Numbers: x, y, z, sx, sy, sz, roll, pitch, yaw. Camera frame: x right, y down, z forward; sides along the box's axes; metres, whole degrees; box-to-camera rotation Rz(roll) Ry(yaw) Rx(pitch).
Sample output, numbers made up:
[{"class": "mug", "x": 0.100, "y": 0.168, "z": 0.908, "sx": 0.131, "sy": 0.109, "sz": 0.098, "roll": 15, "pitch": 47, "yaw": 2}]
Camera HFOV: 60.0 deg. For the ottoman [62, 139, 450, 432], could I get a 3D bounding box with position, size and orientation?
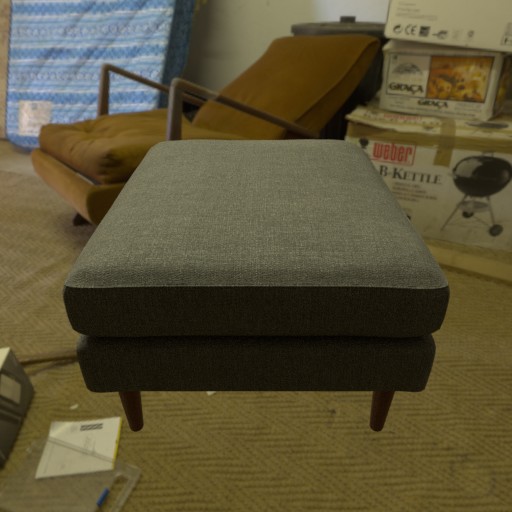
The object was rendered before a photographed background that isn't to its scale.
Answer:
[{"class": "ottoman", "x": 0.000, "y": 0.000, "z": 1.193, "sx": 0.693, "sy": 0.474, "sz": 0.821, "roll": 0, "pitch": 31, "yaw": 0}]
